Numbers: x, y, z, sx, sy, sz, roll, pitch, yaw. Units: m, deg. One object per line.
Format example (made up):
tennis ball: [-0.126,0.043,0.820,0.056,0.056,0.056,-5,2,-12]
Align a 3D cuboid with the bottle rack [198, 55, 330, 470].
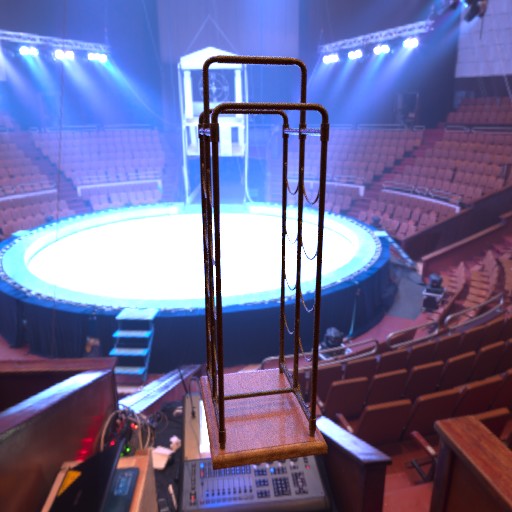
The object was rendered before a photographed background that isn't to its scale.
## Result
bottle rack: [0.000,0.000,0.819,0.208,0.680,0.276,-3,17,-11]
